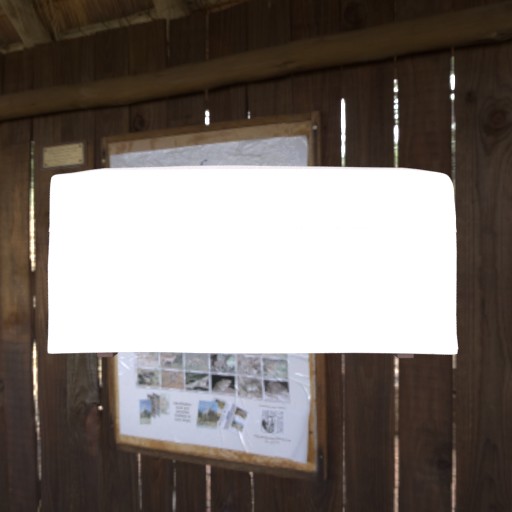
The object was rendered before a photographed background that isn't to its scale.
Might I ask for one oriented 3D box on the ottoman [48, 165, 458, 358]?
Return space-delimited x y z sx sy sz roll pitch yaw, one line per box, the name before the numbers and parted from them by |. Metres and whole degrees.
ottoman | 0.000 0.000 1.195 0.872 0.444 0.590 0 0 1
